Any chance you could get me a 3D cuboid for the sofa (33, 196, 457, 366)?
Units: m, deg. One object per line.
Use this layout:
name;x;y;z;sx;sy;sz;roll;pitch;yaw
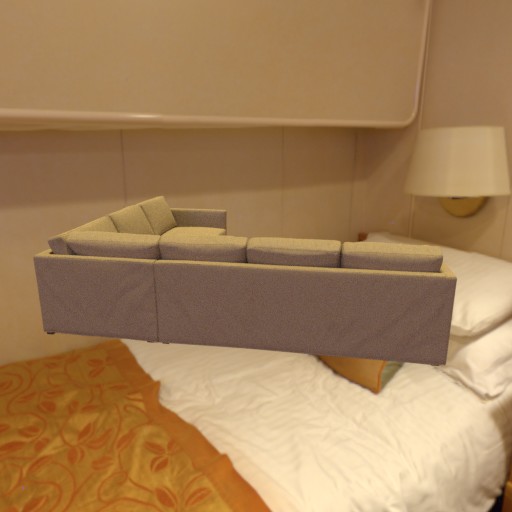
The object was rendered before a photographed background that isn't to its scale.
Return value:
sofa;0.000;0.000;4.440;3.182;0.871;2.432;3;16;9
